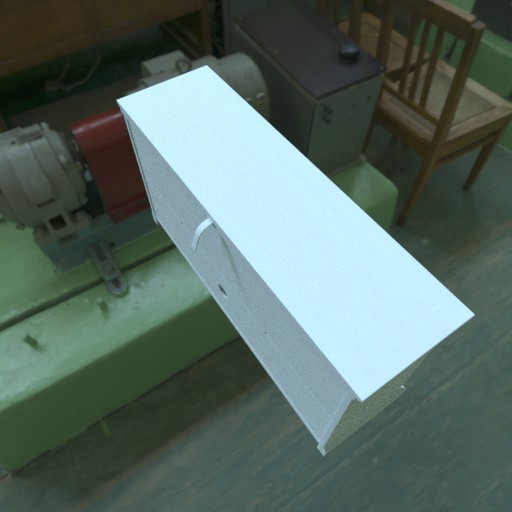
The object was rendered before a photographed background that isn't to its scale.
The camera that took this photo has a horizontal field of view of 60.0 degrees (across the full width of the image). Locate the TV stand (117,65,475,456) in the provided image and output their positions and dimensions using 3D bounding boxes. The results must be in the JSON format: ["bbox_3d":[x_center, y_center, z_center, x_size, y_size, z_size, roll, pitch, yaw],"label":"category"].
[{"bbox_3d":[0.000,0.000,1.479,0.424,0.624,1.187,-30,61,-19],"label":"TV stand"}]
